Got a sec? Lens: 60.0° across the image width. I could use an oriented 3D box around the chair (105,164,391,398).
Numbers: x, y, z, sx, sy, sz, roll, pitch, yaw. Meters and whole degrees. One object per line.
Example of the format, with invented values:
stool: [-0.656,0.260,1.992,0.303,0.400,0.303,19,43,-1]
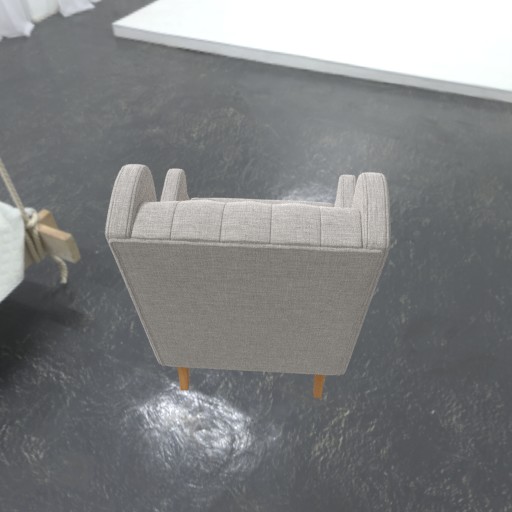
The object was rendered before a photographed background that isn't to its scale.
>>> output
chair: [0.000,0.000,1.517,0.710,0.930,0.760,2,45,2]
